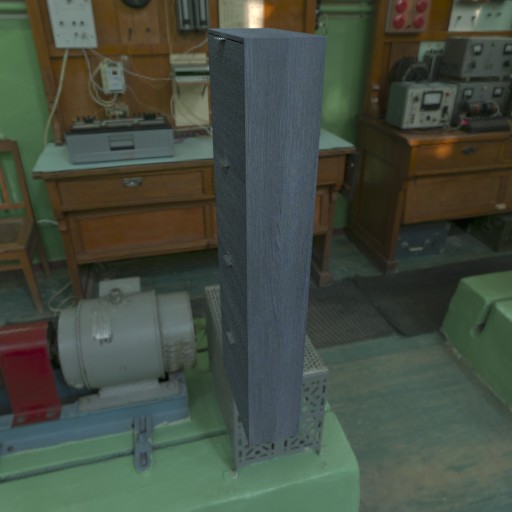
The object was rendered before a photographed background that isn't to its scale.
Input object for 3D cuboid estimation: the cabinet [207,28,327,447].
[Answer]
[{"bbox_3d":[0.000,0.000,1.805,0.255,1.630,0.520,-8,31,-14],"label":"cabinet"}]
